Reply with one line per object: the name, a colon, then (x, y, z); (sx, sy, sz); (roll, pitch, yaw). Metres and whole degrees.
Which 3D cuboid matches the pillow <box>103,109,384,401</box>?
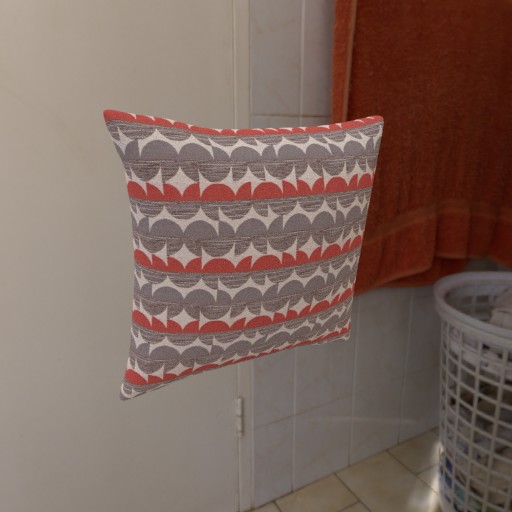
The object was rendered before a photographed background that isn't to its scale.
pillow: (0.000, 0.000, 0.668); (0.420, 0.410, 0.180); (-8, 17, -25)
